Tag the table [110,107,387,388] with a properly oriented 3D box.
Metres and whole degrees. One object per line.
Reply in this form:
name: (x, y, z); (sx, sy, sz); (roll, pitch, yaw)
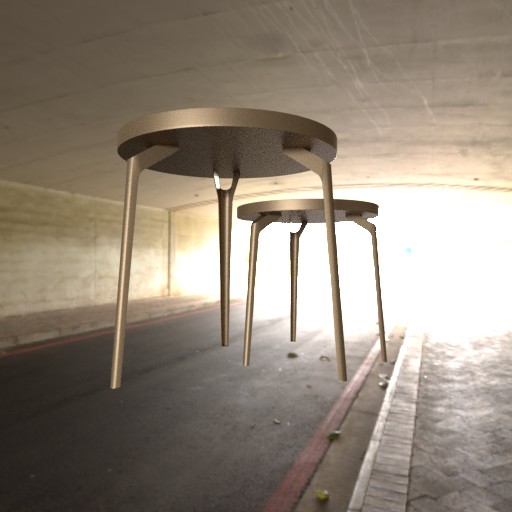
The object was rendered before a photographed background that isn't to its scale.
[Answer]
table: (0.000, 0.000, 1.149); (0.751, 0.555, 0.532); (1, -1, -36)
